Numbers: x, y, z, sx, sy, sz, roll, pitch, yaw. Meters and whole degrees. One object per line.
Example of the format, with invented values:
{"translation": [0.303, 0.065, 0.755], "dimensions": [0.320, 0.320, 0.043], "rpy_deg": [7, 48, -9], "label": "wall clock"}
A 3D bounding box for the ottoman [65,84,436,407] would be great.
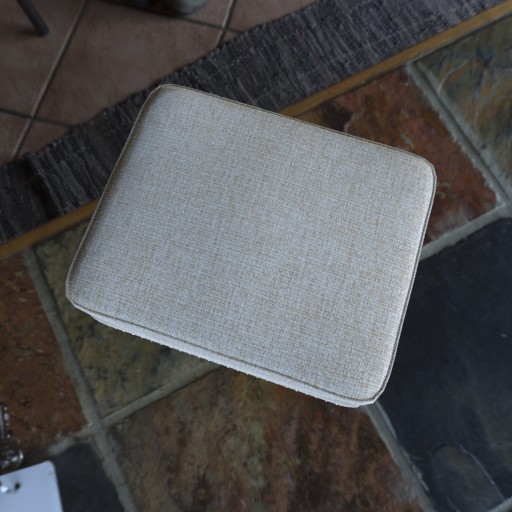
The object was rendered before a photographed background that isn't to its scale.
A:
{"translation": [0.000, 0.000, 1.167], "dimensions": [0.738, 0.537, 0.589], "rpy_deg": [18, 76, 5], "label": "ottoman"}
